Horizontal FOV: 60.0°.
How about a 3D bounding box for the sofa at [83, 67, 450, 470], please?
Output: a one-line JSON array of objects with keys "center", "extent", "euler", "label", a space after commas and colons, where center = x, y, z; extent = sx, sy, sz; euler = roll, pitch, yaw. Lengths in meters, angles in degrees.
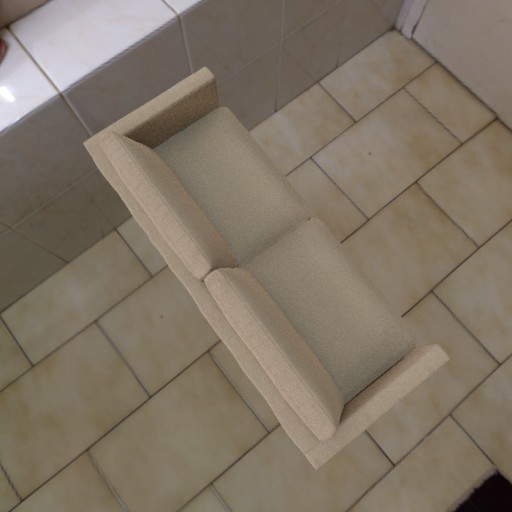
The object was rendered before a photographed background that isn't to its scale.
[{"center": [0.000, 0.000, 2.799], "extent": [0.962, 0.853, 2.312], "euler": [-36, 78, -9], "label": "sofa"}]
